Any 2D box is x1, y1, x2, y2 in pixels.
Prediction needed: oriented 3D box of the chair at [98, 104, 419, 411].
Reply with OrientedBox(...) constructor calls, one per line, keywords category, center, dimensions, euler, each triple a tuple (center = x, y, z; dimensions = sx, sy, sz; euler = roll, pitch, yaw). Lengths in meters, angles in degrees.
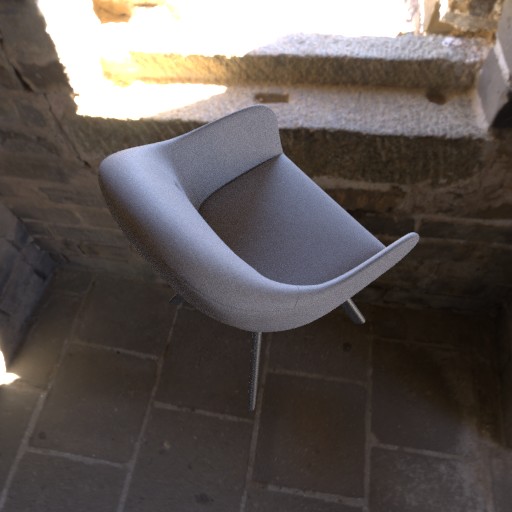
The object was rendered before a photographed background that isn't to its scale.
OrientedBox(category="chair", center=(0.000, 0.000, 1.143), dimensions=(0.570, 0.780, 0.540), euler=(-33, 64, -19))
